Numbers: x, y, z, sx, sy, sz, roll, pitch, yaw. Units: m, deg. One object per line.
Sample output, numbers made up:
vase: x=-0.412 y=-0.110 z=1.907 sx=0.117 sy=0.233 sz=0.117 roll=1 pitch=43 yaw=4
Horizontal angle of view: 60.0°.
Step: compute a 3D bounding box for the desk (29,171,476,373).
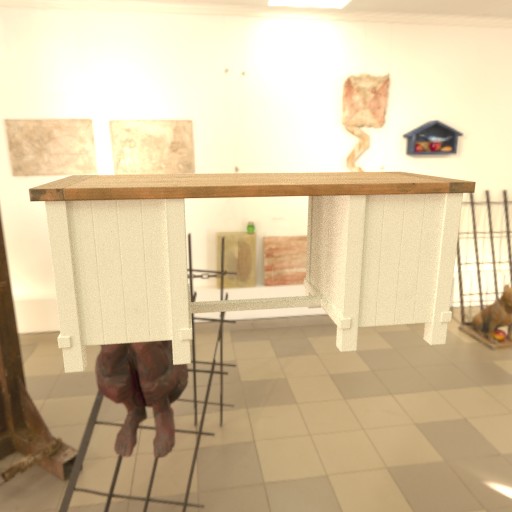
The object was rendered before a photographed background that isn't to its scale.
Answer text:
desk: x=0.000 y=0.000 z=2.193 sx=1.803 sy=0.760 sz=0.688 roll=-2 pitch=15 yaw=-9
